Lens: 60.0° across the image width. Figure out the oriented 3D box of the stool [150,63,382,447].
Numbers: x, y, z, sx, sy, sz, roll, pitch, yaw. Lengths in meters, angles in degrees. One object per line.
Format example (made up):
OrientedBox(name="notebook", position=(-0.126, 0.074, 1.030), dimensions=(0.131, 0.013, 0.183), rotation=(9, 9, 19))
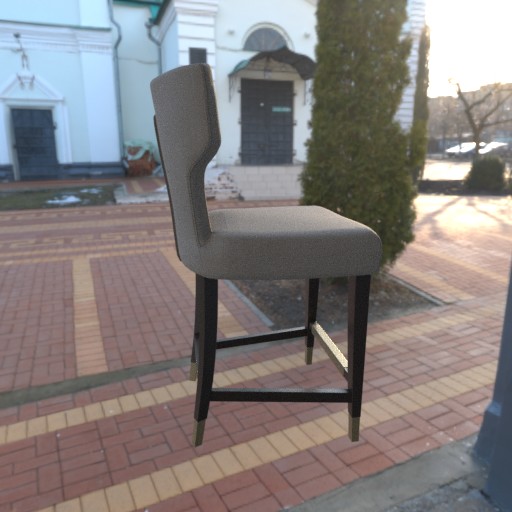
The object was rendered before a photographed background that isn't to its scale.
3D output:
OrientedBox(name="stool", position=(0.000, 0.000, 1.322), dimensions=(0.563, 0.982, 0.527), rotation=(-2, 14, -9))
